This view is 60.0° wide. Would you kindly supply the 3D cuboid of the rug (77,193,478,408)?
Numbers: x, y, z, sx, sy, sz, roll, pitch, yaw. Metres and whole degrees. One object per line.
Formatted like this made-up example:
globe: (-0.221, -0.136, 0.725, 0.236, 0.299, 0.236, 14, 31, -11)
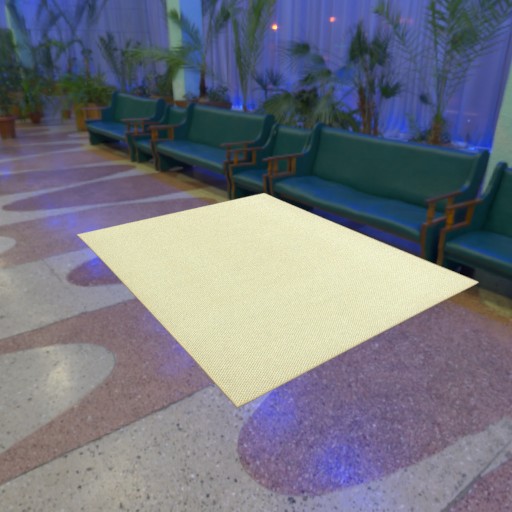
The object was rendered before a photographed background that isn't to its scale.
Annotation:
rug: (0.000, 0.000, 4.198, 2.462, 0.018, 3.039, -17, 31, -32)
